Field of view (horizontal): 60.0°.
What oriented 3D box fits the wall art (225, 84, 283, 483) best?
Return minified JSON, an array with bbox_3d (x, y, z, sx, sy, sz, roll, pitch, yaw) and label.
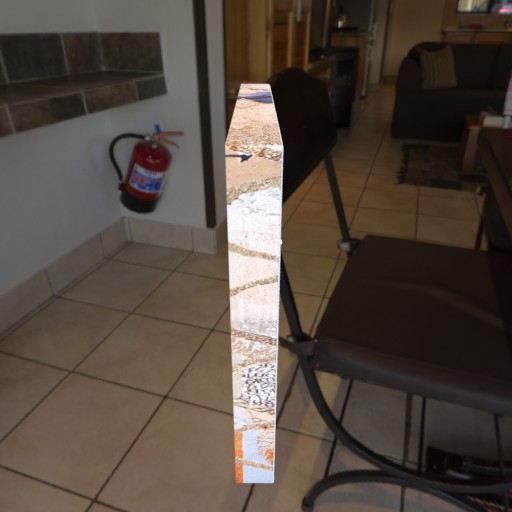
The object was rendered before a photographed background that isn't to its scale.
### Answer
[{"bbox_3d":[0.000,0.000,0.461,0.036,0.304,0.303,0,27,0],"label":"wall art"}]
